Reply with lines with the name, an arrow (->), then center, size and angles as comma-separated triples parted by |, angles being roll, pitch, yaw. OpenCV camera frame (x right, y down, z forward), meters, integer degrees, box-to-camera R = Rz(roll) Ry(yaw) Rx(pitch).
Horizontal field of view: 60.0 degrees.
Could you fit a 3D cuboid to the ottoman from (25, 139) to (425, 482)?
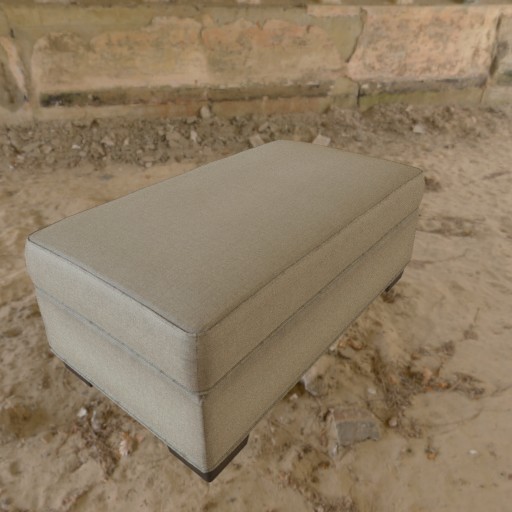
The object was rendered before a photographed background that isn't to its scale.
ottoman -> 0.000, 0.000, 1.359 | 0.617, 0.461, 1.097 | 22, 37, 32
